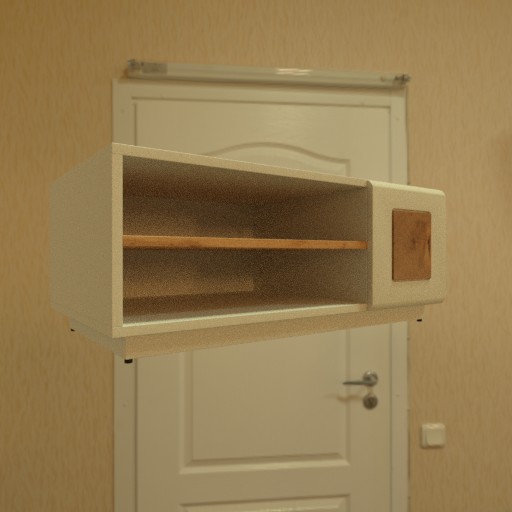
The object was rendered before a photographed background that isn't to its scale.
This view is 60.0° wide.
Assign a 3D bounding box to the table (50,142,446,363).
[{"bbox_3d":[0.000,0.000,1.412,1.097,0.442,0.639,0,0,-35],"label":"table"}]
